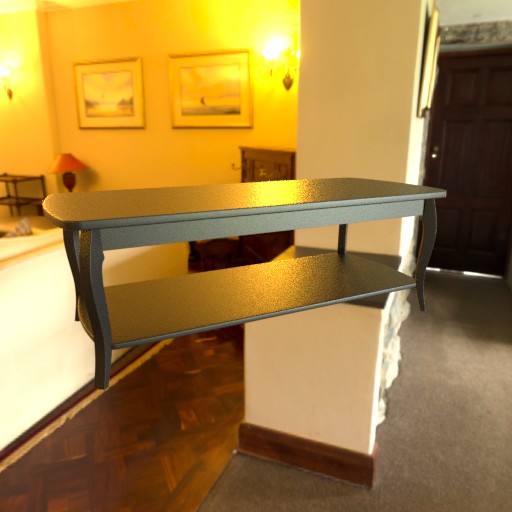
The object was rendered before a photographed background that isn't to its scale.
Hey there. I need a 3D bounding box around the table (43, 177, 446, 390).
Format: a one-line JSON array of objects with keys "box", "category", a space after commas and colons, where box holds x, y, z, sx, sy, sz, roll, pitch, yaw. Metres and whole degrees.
[{"box": [0.000, 0.000, 1.586, 1.333, 0.457, 0.571, -8, 17, -26], "category": "table"}]
